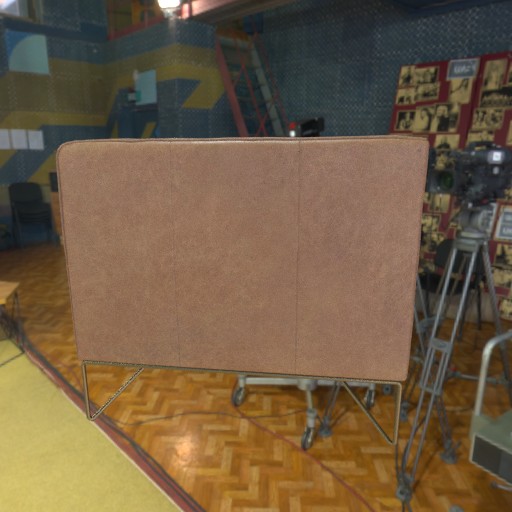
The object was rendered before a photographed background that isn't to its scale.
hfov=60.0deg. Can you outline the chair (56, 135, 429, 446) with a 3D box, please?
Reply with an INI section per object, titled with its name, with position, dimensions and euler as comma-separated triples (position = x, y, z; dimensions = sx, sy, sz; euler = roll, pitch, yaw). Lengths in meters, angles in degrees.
[chair]
position = 0.000, 0.000, 1.555
dimensions = 0.912, 0.797, 0.920
euler = 2, 14, 7
